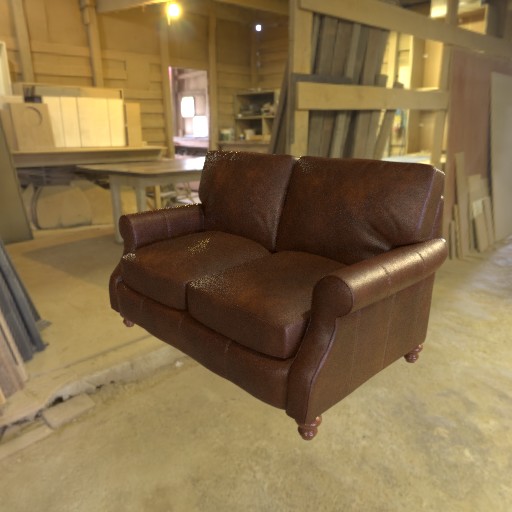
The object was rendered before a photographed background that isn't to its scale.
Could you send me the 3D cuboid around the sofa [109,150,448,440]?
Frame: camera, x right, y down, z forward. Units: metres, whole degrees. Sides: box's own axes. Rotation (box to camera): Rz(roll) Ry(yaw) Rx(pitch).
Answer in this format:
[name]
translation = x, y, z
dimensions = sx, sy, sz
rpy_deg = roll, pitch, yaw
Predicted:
[sofa]
translation = 0.000, 0.000, 2.247
dimensions = 0.990, 0.976, 1.616
rpy_deg = -15, 22, -42
